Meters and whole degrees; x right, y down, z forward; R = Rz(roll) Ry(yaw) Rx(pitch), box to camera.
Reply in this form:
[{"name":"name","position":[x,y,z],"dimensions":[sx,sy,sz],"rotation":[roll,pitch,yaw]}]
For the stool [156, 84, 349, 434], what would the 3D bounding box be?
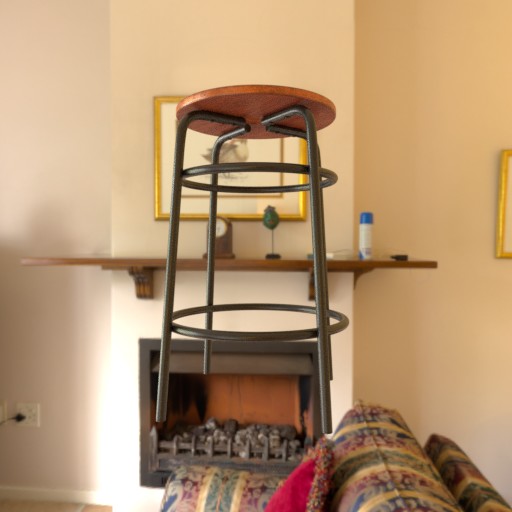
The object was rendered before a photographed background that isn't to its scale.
[{"name":"stool","position":[0.000,0.000,0.949],"dimensions":[0.455,0.610,0.455],"rotation":[-1,2,-35]}]
